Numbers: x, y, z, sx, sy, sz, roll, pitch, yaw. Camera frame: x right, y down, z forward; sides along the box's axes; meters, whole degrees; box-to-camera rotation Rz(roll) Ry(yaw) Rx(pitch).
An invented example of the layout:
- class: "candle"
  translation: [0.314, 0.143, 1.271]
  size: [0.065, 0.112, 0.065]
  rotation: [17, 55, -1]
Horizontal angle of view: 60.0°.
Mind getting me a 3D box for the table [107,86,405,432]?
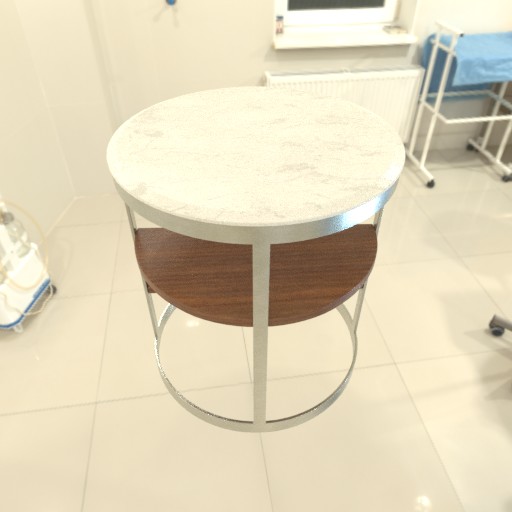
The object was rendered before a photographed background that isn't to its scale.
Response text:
- class: "table"
  translation: [0.000, 0.000, 0.763]
  size: [0.407, 0.447, 0.407]
  rotation: [0, 40, 0]
